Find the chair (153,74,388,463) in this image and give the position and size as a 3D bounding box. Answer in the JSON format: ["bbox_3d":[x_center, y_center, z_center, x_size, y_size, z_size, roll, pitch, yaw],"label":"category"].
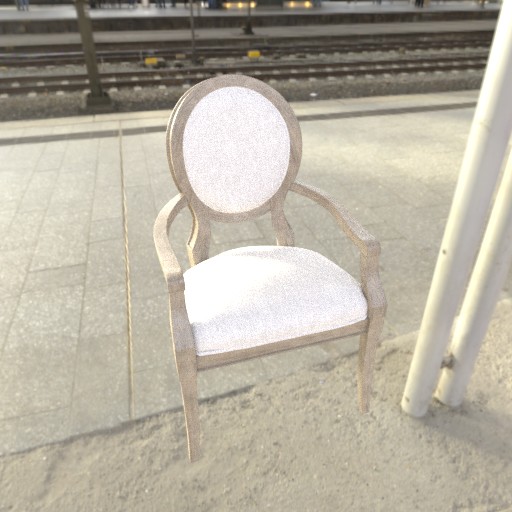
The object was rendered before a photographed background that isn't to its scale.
[{"bbox_3d":[0.000,0.000,1.395,0.611,0.991,0.602,-10,33,-15],"label":"chair"}]
